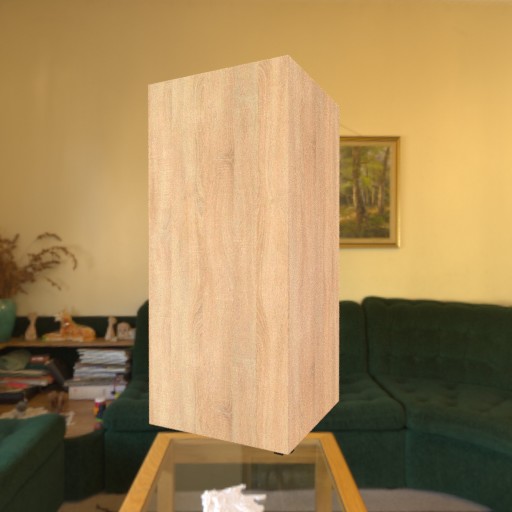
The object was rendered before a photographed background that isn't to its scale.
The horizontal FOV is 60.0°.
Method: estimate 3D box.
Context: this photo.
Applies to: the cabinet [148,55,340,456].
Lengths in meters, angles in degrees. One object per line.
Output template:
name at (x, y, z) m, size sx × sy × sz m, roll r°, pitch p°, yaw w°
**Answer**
cabinet at (0.000, 0.000, 2.854) m, size 1.327 × 2.120 × 1.094 m, roll 0°, pitch 1°, yaw -18°
